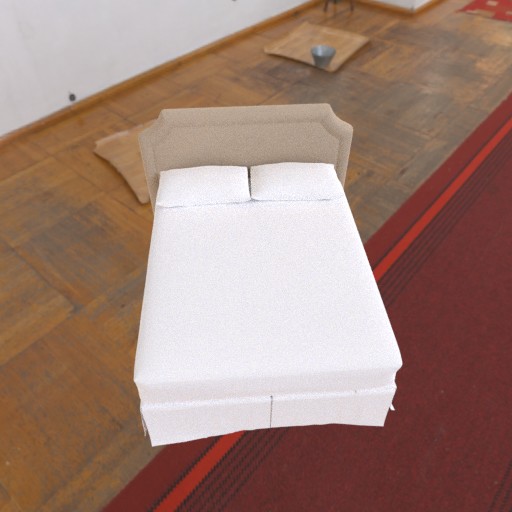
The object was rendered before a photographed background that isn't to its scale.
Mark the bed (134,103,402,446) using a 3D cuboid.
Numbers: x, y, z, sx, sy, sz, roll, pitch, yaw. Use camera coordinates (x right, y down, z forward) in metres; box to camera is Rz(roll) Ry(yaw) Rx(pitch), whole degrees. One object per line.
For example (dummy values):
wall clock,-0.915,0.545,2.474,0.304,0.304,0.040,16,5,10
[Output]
bed,0.000,0.000,3.315,1.828,1.301,2.204,-3,46,-3
